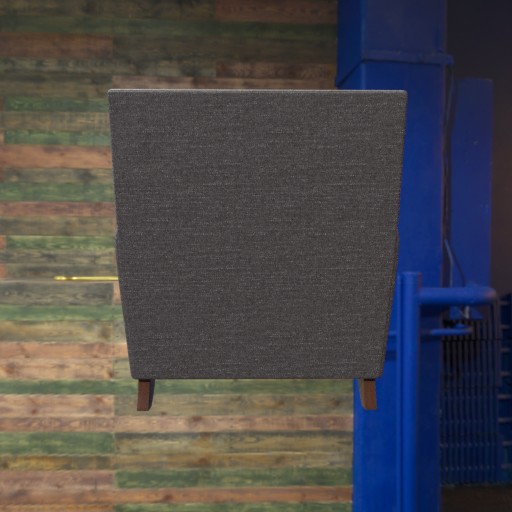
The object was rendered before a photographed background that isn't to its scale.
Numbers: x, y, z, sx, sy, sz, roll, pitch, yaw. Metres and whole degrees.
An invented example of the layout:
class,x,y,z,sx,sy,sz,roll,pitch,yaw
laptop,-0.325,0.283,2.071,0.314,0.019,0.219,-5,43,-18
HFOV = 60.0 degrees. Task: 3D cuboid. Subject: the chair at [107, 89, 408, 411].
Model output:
class,x,y,z,sx,sy,sz,roll,pitch,yaw
chair,0.000,0.000,1.563,0.838,0.885,0.875,0,1,-1
